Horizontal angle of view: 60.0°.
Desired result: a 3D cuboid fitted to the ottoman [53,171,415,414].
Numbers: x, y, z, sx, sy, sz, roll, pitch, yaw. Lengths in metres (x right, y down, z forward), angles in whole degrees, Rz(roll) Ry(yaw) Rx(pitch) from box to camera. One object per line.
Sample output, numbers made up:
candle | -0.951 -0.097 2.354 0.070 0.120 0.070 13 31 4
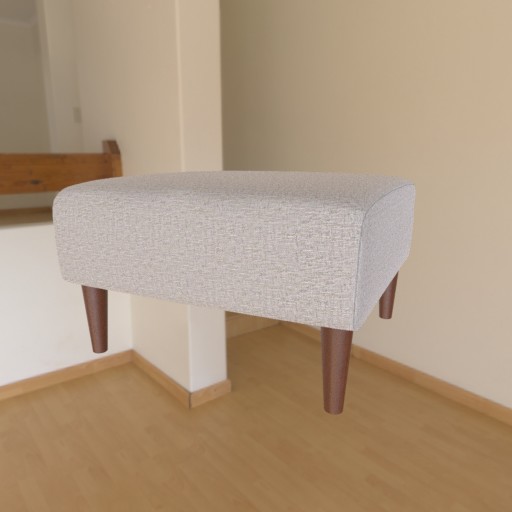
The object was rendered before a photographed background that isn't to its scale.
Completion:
ottoman | 0.000 0.000 1.080 0.655 0.399 0.648 6 15 25
